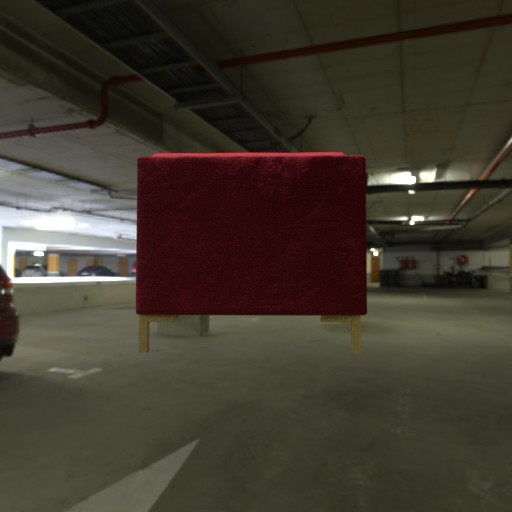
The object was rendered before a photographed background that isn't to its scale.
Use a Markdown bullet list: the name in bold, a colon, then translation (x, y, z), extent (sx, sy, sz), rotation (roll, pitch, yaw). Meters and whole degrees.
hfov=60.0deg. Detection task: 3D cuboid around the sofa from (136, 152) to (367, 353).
- **sofa**: translation (0.000, 0.000, 2.500), extent (0.796, 0.705, 2.102), rotation (0, -2, 1)
